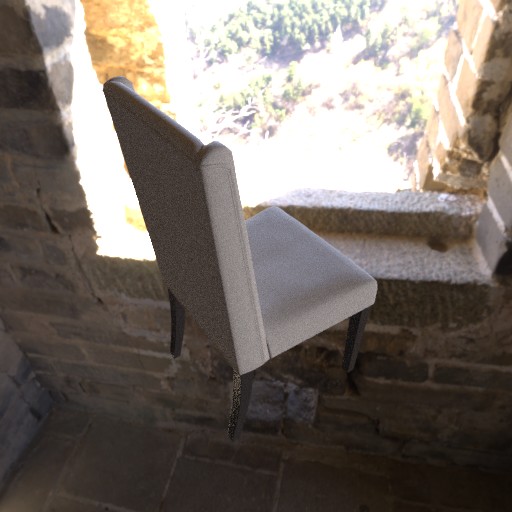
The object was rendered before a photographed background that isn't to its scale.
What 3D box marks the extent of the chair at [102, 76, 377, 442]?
[{"bbox_3d":[0.000,0.000,1.236,0.523,0.961,0.474,-25,46,-27],"label":"chair"}]
